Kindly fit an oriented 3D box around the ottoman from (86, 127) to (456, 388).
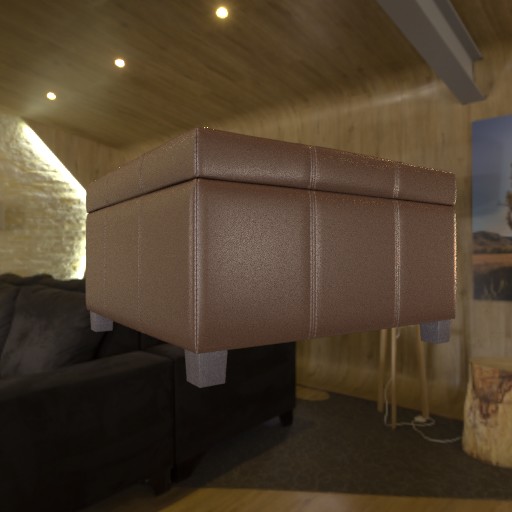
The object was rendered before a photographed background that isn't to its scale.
[{"bbox_3d":[0.000,0.000,1.285,0.787,0.460,0.788,0,0,-34],"label":"ottoman"}]
